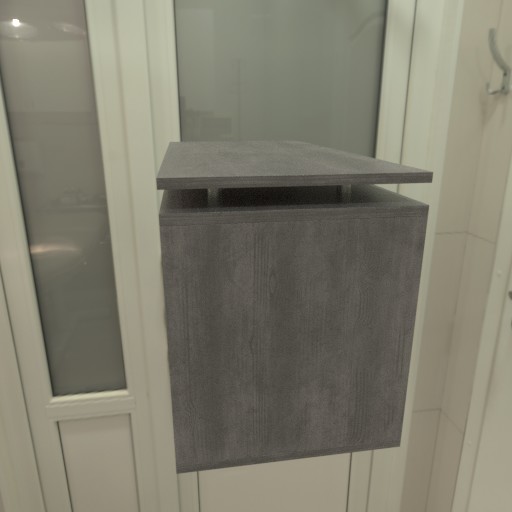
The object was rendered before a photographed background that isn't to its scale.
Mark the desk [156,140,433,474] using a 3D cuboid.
[{"bbox_3d":[0.000,0.000,1.610,0.600,0.740,1.200,-3,18,-9],"label":"desk"}]
